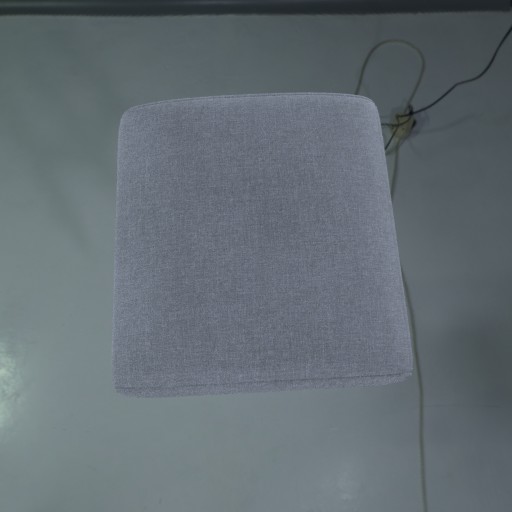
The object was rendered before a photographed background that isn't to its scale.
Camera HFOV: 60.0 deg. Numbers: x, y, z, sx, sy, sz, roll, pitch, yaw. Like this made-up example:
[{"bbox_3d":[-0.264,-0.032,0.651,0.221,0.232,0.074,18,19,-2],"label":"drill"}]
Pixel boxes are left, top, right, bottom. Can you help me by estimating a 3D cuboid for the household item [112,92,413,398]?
[{"bbox_3d":[0.000,0.000,0.905,0.530,0.410,0.530,-3,75,-1],"label":"household item"}]
